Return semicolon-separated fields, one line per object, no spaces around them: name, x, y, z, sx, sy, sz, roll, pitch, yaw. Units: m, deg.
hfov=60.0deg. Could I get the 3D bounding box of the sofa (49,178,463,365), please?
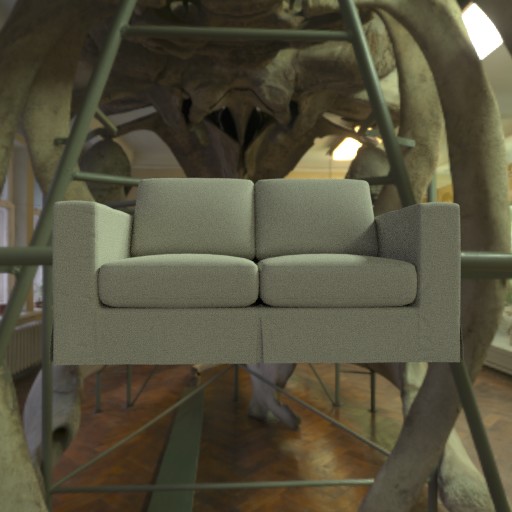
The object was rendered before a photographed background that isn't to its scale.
sofa;0.000;0.000;2.411;1.813;0.932;1.009;0;0;-2
